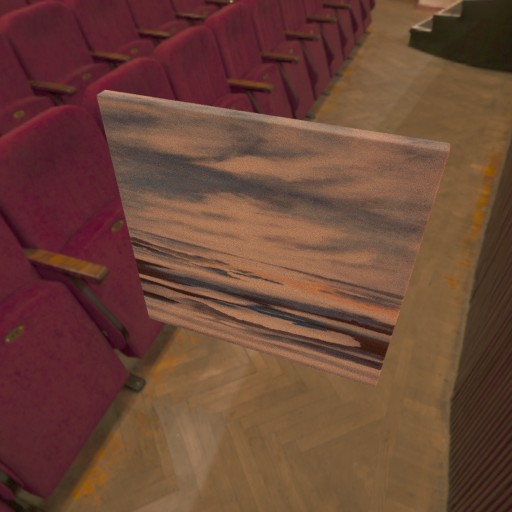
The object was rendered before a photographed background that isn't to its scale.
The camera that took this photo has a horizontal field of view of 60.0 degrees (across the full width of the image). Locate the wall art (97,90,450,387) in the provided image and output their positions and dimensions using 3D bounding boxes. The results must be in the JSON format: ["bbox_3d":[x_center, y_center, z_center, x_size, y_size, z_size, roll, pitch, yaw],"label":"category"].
[{"bbox_3d":[0.000,0.000,1.140,0.747,0.747,0.035,14,43,15],"label":"wall art"}]
